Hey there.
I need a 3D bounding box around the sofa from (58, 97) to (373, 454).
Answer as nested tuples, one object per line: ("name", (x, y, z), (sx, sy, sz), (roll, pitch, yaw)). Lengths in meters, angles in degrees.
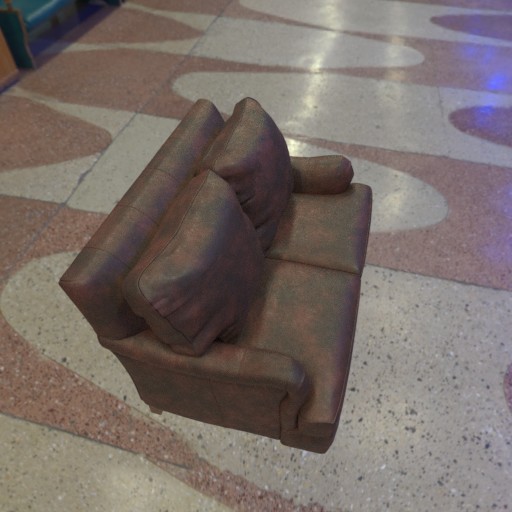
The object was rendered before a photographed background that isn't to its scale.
("sofa", (0.000, 0.000, 2.366), (1.148, 1.070, 1.628), (11, 47, 11))
